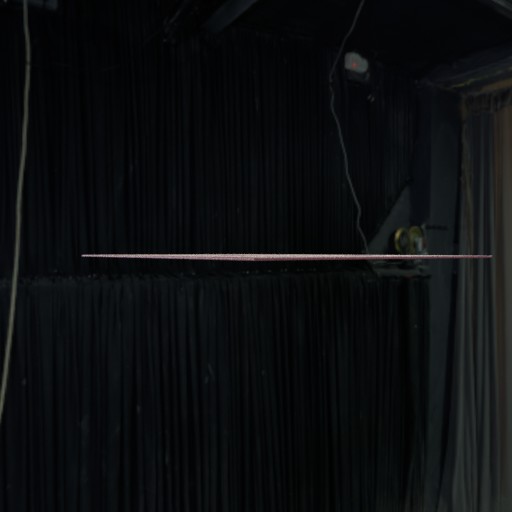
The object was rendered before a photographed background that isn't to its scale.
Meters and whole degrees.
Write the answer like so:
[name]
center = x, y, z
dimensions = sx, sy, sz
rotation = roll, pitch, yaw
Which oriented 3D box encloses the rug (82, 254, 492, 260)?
[rug]
center = 0.000, 0.000, 2.860
dimensions = 1.599, 0.011, 2.210
rotation = 0, 1, -36
